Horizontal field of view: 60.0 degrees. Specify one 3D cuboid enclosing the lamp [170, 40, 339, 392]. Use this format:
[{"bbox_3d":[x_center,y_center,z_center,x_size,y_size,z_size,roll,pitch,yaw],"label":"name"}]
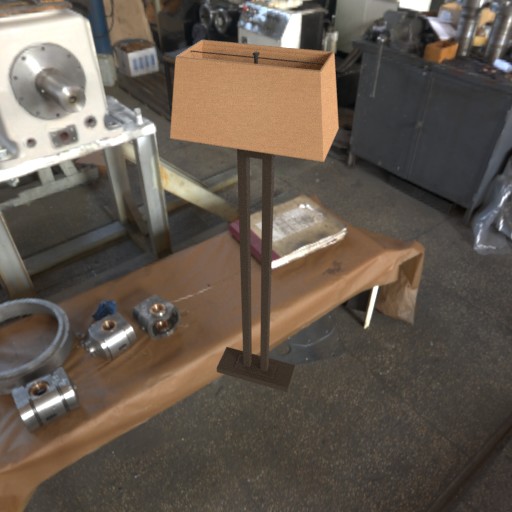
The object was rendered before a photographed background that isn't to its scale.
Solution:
[{"bbox_3d":[0.000,0.000,1.697,0.475,1.469,0.233,12,42,14],"label":"lamp"}]
